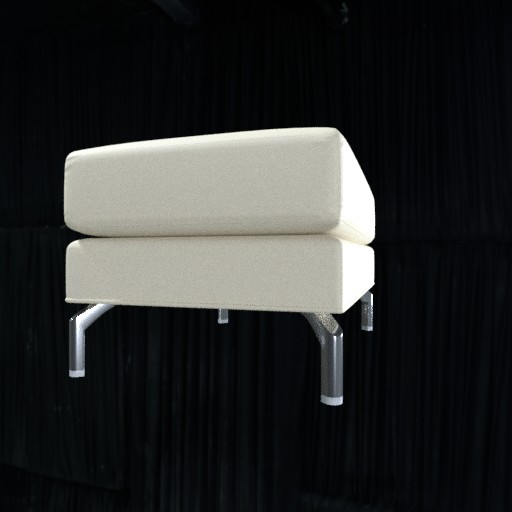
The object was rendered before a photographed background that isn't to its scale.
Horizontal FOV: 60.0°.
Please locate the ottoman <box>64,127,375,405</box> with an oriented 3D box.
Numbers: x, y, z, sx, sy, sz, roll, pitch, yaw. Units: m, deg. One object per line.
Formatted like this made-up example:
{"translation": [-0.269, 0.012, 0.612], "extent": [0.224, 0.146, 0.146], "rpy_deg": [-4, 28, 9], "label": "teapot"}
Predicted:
{"translation": [0.000, 0.000, 1.205], "extent": [0.581, 0.497, 0.835], "rpy_deg": [0, 0, 18], "label": "ottoman"}
